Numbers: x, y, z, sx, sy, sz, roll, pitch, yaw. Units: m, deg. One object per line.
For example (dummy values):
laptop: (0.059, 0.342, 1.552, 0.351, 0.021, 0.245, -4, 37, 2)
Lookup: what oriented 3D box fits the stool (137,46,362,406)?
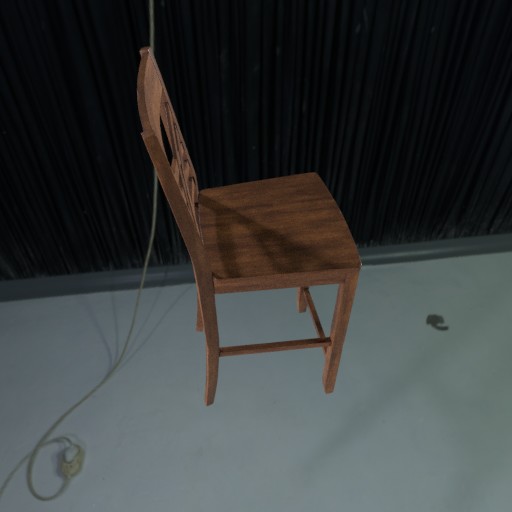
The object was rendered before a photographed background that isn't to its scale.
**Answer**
stool: (0.000, 0.000, 1.336, 0.504, 1.098, 0.426, -8, 46, -8)
